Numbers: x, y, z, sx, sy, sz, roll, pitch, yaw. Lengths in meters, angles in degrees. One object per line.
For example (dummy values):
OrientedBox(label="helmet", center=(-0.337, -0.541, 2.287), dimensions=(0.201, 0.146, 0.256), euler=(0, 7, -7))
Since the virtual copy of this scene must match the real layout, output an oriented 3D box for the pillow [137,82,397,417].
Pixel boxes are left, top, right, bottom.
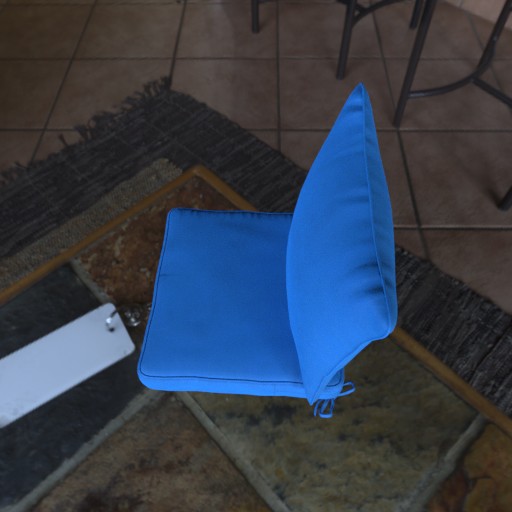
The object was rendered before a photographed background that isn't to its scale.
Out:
OrientedBox(label="pillow", center=(0.000, 0.000, 1.370), dimensions=(0.733, 0.725, 0.798), euler=(3, 58, 2))
